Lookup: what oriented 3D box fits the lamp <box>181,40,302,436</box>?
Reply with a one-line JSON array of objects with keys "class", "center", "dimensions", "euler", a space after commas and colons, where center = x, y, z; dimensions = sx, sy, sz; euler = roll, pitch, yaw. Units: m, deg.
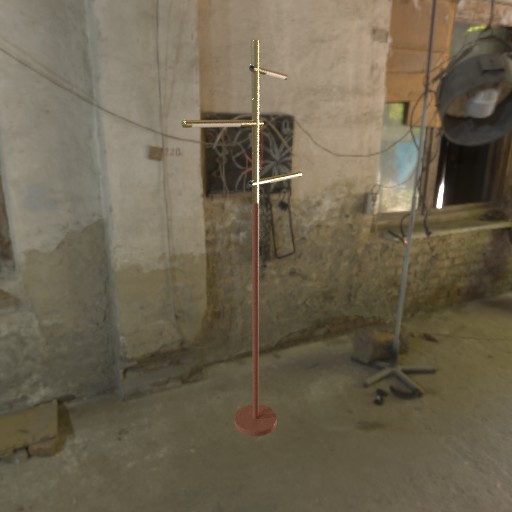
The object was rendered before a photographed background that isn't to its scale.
[{"class": "lamp", "center": [0.000, 0.000, 1.929], "dimensions": [0.209, 1.704, 0.737], "euler": [8, 19, 26]}]
